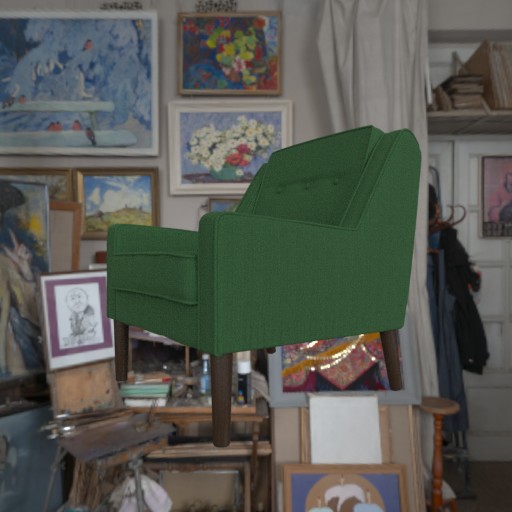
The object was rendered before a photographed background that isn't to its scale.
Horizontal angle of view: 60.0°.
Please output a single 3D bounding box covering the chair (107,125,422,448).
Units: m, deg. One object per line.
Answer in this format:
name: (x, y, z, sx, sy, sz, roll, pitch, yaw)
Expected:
chair: (0.000, 0.000, 1.352, 0.743, 0.792, 0.663, -1, 1, -37)
